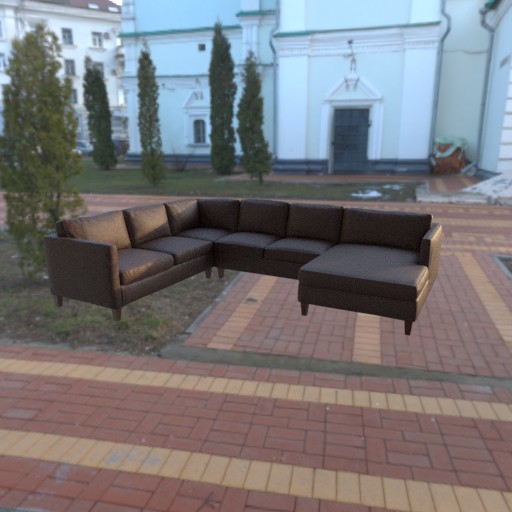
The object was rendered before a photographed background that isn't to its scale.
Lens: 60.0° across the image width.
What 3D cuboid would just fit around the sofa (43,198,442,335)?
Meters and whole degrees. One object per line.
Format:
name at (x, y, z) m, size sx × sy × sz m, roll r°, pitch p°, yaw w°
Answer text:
sofa at (0.000, 0.000, 4.748) m, size 3.460 × 0.923 × 2.593 m, roll 7°, pitch 16°, yaw 27°
